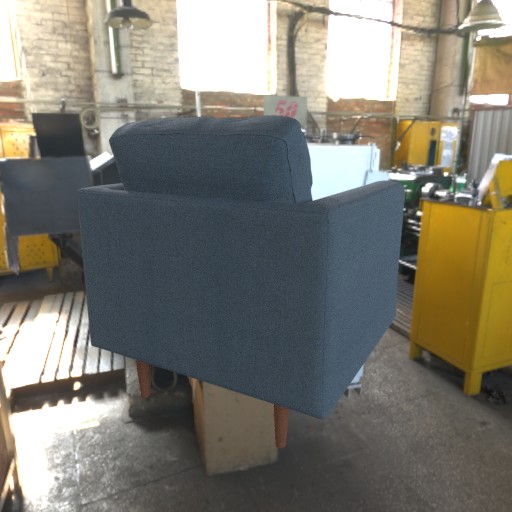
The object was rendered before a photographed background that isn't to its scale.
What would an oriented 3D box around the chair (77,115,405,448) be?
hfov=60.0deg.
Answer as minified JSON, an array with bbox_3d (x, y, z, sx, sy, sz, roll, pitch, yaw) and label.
[{"bbox_3d":[0.000,0.000,1.568,0.855,0.922,0.820,8,17,28],"label":"chair"}]
